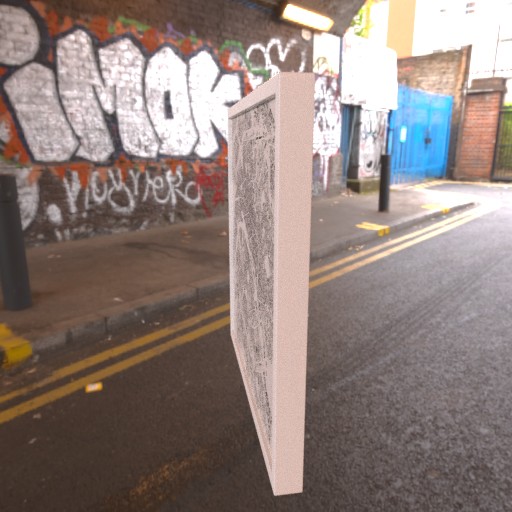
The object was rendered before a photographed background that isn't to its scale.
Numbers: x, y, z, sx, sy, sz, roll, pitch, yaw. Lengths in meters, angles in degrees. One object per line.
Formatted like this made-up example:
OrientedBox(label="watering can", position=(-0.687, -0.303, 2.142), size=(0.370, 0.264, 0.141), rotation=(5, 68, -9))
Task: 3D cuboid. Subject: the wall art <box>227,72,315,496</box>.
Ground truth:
OrientedBox(label="wall art", position=(0.000, 0.000, 0.750), size=(0.038, 0.508, 0.508), rotation=(-2, 14, -9))
